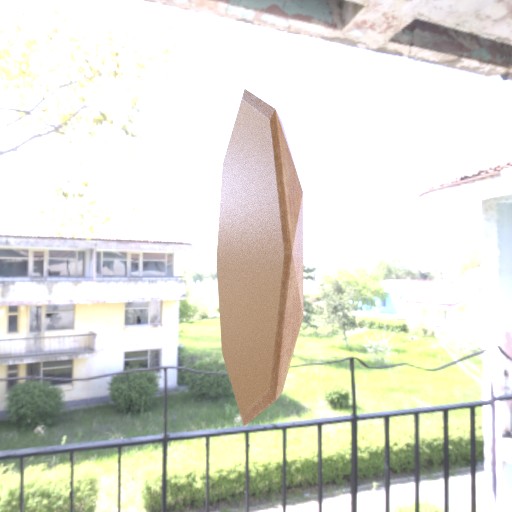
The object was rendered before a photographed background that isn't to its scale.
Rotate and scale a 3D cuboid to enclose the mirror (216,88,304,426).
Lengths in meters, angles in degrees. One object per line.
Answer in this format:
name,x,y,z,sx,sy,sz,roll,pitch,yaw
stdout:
mirror,0.000,0.000,1.023,0.070,0.774,0.577,0,-1,-17
